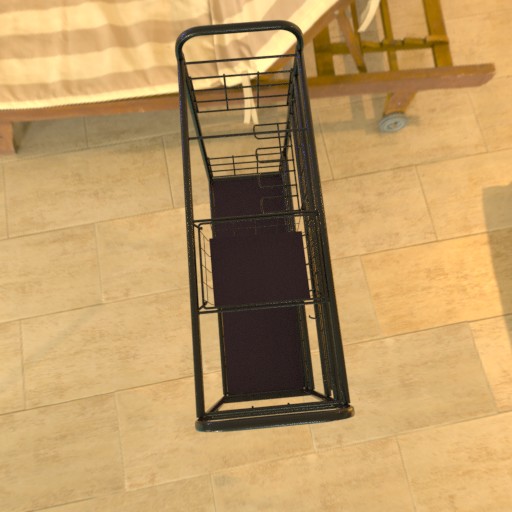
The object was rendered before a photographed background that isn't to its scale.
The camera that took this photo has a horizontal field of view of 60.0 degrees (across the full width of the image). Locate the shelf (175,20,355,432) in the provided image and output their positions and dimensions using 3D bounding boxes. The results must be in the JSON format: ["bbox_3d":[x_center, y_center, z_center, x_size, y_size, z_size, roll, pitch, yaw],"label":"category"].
[{"bbox_3d":[0.000,0.000,1.489,0.350,1.026,0.961,-5,76,-1],"label":"shelf"}]
